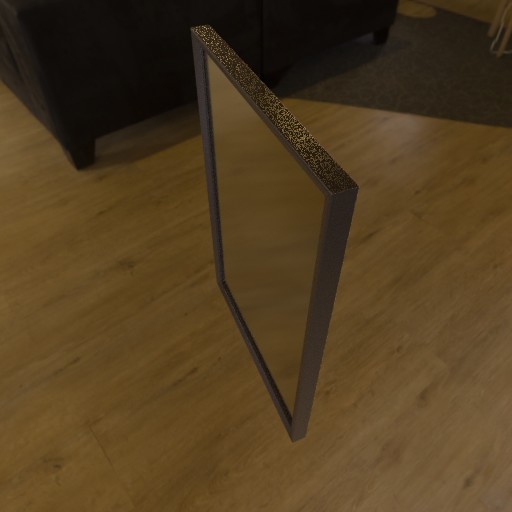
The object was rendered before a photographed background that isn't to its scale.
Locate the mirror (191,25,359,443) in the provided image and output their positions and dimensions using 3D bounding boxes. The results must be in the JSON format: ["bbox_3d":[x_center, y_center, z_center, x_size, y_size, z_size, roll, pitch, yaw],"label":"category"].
[{"bbox_3d":[0.000,0.000,0.895,0.039,0.710,0.507,-17,49,-15],"label":"mirror"}]
